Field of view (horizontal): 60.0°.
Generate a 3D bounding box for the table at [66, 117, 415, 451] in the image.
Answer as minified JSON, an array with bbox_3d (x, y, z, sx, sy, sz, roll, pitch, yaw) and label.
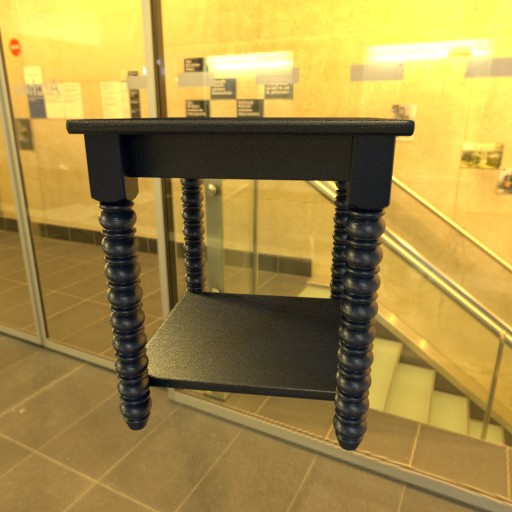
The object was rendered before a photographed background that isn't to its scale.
[{"bbox_3d":[0.000,0.000,0.955,0.500,0.567,0.533,2,18,7],"label":"table"}]
